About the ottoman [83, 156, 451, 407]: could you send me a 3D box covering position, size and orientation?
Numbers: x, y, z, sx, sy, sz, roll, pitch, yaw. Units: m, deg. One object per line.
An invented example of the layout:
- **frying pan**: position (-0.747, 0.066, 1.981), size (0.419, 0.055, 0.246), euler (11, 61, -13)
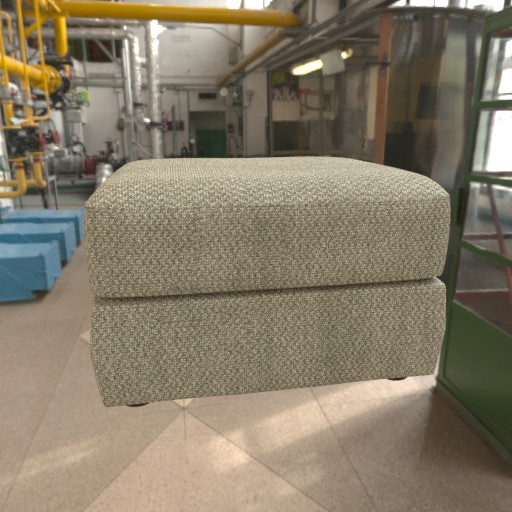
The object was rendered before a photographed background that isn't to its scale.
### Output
- **ottoman**: position (0.000, 0.000, 1.137), size (0.751, 0.476, 0.603), euler (-3, 17, -9)
